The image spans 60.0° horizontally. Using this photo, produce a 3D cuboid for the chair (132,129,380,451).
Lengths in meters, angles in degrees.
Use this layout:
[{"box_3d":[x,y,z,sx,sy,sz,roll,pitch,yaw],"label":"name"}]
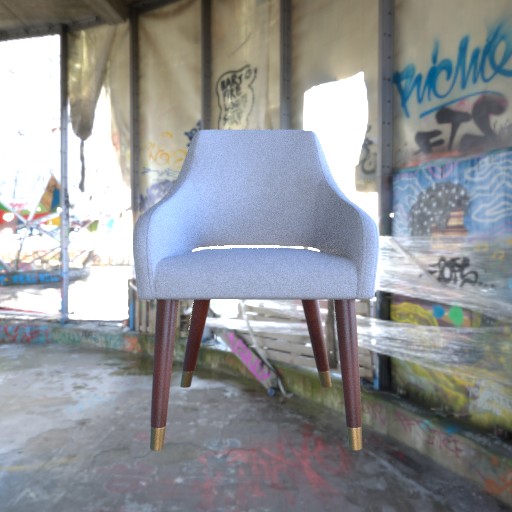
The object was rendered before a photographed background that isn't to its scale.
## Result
[{"box_3d":[0.000,0.000,1.317,0.609,0.889,0.600,0,2,0],"label":"chair"}]
